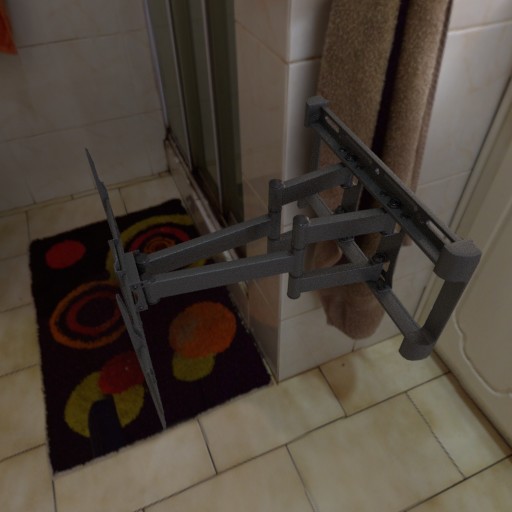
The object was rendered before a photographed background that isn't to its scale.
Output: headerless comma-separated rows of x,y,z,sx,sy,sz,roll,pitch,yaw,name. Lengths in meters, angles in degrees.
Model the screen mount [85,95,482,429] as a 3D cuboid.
0.000,0.000,0.941,0.556,0.424,0.571,-15,48,-14,screen mount
